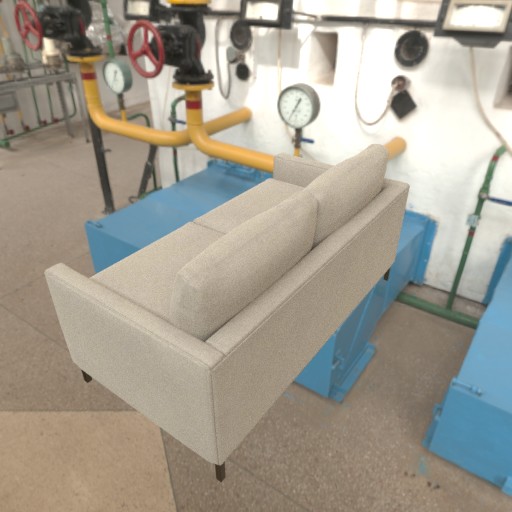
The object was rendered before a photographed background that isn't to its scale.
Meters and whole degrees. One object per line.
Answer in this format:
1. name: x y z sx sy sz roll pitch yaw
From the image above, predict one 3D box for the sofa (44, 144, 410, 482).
1. sofa: 0.000 0.000 2.161 0.875 0.840 1.682 21 38 30
